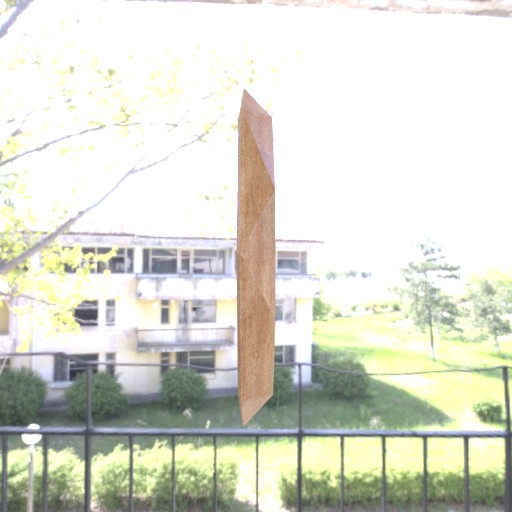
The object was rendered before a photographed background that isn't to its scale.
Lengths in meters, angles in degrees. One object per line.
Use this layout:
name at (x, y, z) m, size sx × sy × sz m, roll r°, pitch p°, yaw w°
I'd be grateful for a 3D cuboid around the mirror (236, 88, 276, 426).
mirror at (0.000, 0.000, 1.013) m, size 0.070 × 0.774 × 0.577 m, roll 0°, pitch -1°, yaw 0°
